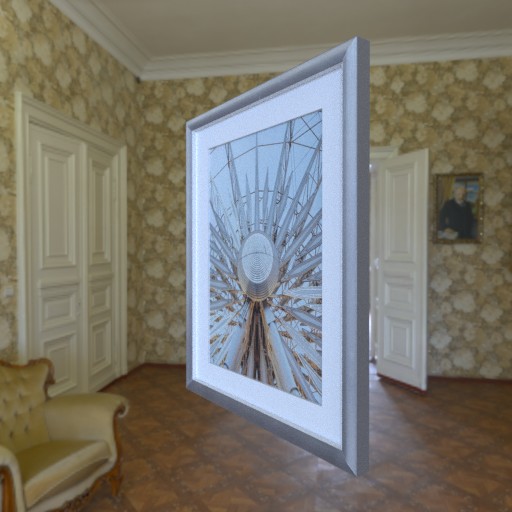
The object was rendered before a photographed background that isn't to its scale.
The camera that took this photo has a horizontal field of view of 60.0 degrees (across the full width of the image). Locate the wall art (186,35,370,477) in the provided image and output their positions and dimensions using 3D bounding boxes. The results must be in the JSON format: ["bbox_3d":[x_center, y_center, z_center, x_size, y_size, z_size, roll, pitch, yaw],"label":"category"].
[{"bbox_3d":[0.000,0.000,0.750,0.029,0.558,0.458,0,0,-37],"label":"wall art"}]
